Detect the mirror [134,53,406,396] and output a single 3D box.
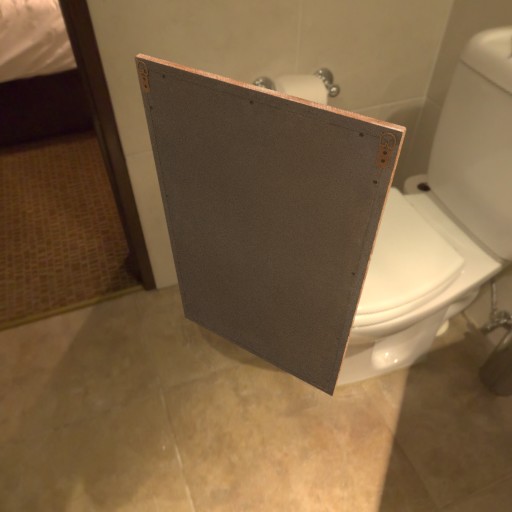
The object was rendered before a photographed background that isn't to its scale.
[{"bbox_3d":[0.000,0.000,0.994,0.495,0.787,0.058,24,51,21],"label":"mirror"}]
